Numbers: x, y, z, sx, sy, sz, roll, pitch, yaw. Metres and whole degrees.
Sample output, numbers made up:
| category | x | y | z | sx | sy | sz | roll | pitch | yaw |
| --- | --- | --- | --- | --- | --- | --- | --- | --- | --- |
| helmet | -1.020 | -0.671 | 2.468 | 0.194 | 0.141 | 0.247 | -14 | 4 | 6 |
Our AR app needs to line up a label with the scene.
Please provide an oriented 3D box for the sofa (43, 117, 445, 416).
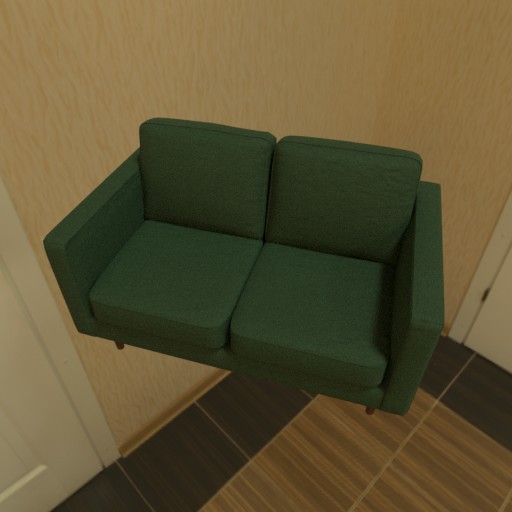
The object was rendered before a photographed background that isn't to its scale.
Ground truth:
| category | x | y | z | sx | sy | sz | roll | pitch | yaw |
| --- | --- | --- | --- | --- | --- | --- | --- | --- | --- |
| sofa | 0.000 | 0.000 | 1.928 | 1.430 | 0.899 | 0.879 | 11 | 42 | 13 |
